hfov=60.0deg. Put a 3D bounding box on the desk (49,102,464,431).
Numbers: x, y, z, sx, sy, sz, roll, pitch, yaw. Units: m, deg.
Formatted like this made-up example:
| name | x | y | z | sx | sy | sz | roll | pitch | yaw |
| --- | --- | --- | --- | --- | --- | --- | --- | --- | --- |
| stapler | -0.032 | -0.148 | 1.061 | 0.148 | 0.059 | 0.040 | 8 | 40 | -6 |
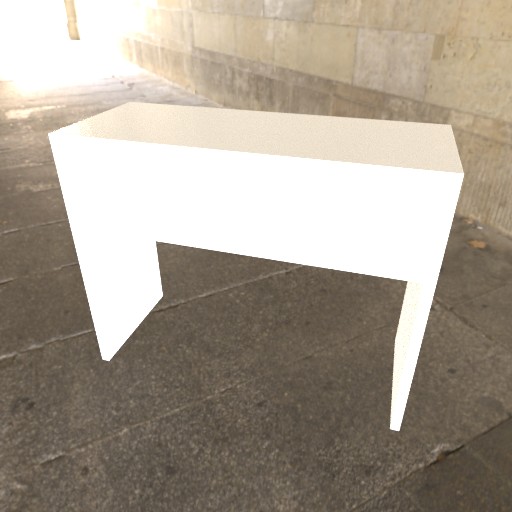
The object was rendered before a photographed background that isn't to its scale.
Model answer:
| name | x | y | z | sx | sy | sz | roll | pitch | yaw |
| --- | --- | --- | --- | --- | --- | --- | --- | --- | --- |
| desk | 0.000 | 0.000 | 1.387 | 1.000 | 0.790 | 0.400 | 9 | 32 | 15 |
